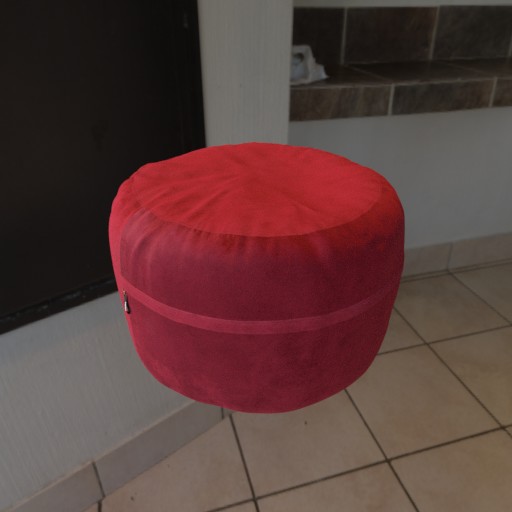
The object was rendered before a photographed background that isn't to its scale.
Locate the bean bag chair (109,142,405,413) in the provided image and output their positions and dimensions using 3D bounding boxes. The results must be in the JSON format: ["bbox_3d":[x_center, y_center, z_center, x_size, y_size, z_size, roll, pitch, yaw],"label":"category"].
[{"bbox_3d":[0.000,0.000,1.958,1.219,0.762,1.219,0,30,0],"label":"bean bag chair"}]
